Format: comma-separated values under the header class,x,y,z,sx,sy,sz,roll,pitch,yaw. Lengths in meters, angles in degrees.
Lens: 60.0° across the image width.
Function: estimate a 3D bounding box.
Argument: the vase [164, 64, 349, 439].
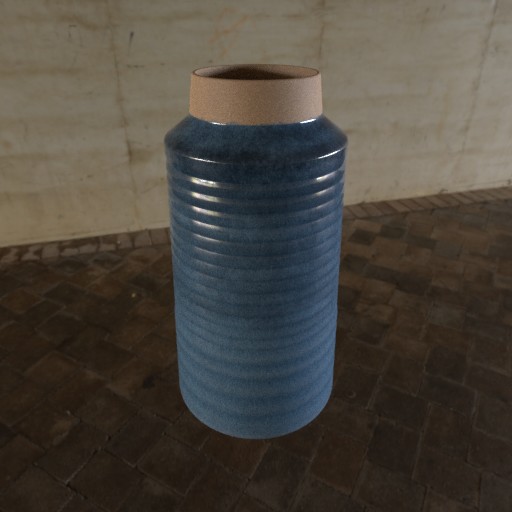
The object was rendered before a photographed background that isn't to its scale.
class,x,y,z,sx,sy,sz,roll,pitch,yaw
vase,0.000,0.000,0.407,0.163,0.316,0.163,0,29,0
